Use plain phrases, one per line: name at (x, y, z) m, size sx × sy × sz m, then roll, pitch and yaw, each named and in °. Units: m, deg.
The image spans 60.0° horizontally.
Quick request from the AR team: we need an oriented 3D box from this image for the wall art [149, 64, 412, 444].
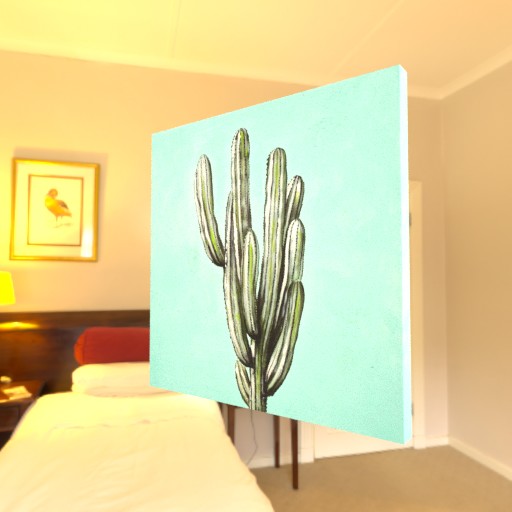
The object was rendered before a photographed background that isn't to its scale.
wall art at (0.000, 0.000, 0.895) m, size 0.603 × 0.603 × 0.036 m, roll -2°, pitch -3°, yaw 37°
